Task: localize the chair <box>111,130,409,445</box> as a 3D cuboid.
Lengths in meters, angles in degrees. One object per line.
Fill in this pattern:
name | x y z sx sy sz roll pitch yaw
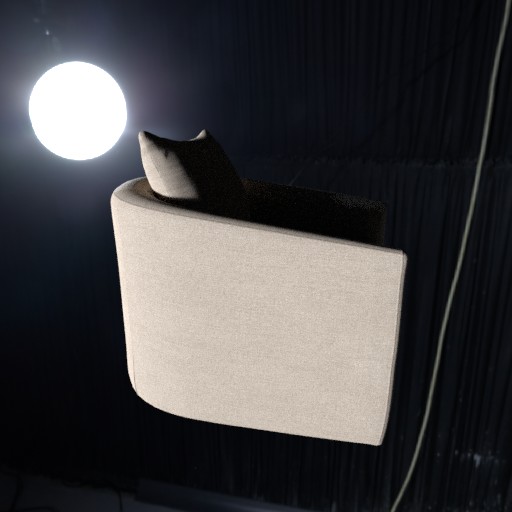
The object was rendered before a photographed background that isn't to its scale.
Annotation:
chair | 0.000 0.000 1.547 0.910 0.848 0.845 3 16 12
